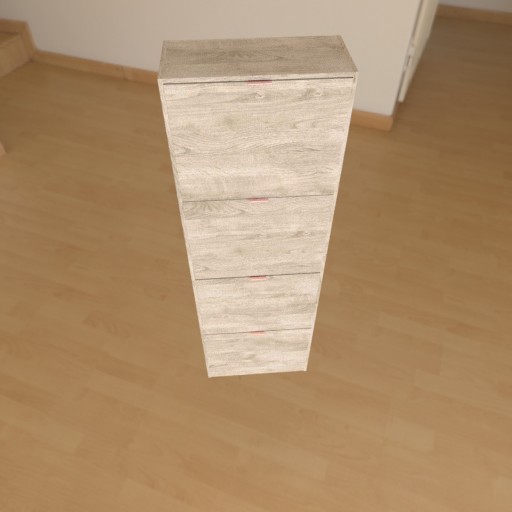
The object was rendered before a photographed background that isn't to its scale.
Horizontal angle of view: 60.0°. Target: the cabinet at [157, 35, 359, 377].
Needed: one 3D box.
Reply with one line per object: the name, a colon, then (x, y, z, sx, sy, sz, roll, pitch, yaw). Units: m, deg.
cabinet: (0.000, 0.000, 1.818, 0.520, 1.630, 0.250, -3, 48, -3)
